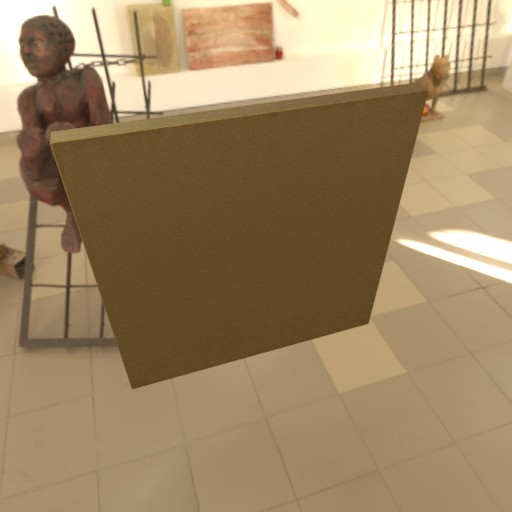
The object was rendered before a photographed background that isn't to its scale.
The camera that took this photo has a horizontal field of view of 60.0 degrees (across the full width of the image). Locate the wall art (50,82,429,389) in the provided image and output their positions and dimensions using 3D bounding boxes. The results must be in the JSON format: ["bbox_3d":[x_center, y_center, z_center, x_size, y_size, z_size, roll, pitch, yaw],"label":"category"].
[{"bbox_3d":[0.000,0.000,0.740,0.503,0.506,0.030,-12,43,-14],"label":"wall art"}]
